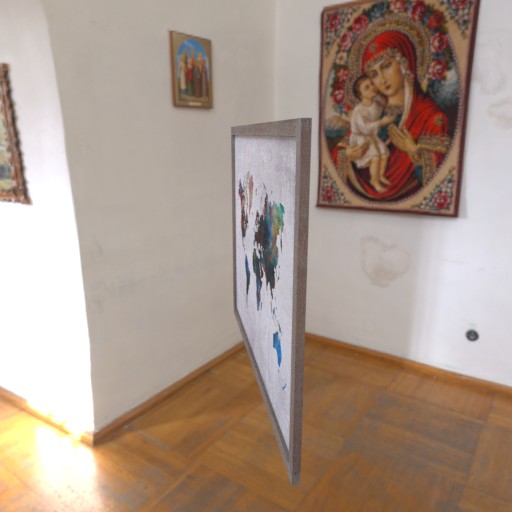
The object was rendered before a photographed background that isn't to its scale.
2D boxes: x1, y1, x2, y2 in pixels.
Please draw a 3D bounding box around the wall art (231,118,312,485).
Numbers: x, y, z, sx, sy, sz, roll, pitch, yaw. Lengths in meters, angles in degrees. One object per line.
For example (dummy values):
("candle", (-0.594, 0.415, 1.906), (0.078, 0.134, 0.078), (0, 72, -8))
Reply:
("wall art", (0.000, 0.000, 1.357), (0.019, 0.774, 1.012), (-3, 16, -10))
